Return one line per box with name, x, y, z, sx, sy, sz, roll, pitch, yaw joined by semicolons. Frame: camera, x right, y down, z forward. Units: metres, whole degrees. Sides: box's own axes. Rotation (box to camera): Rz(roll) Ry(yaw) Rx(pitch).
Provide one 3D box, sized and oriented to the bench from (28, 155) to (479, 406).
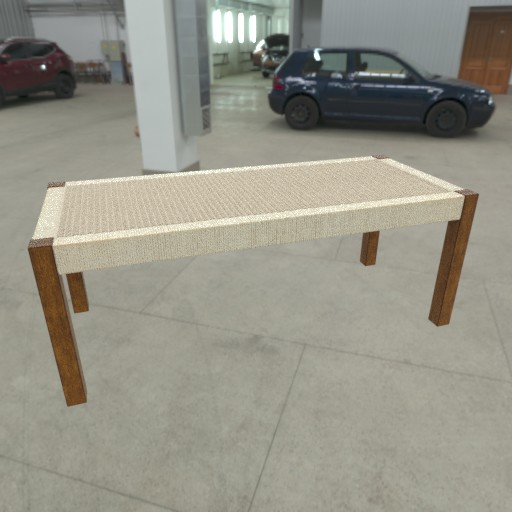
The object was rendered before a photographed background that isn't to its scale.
bench;0.000;0.000;1.435;1.198;0.457;0.507;-8;27;-16
